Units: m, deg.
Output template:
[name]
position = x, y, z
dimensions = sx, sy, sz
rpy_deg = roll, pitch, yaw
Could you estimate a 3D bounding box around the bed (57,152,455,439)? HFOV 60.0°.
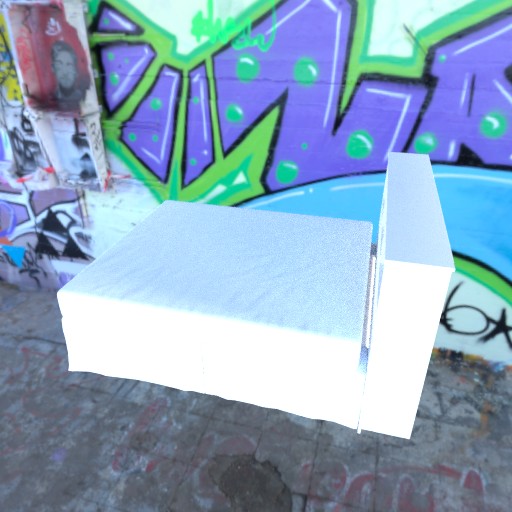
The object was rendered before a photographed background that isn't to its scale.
[bed]
position = 0.000, 0.000, 3.013
dimensions = 2.133, 1.092, 1.671
rpy_deg = 8, 30, 13
